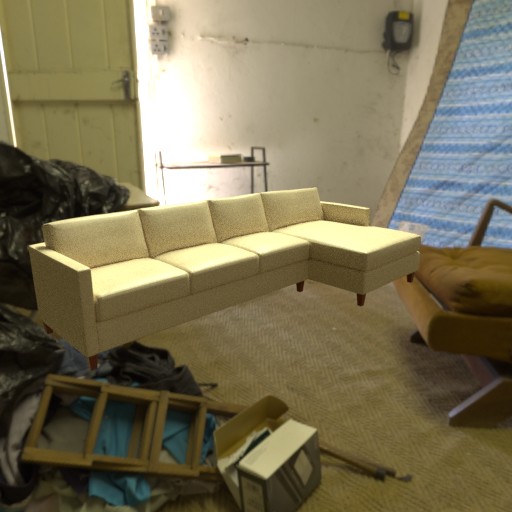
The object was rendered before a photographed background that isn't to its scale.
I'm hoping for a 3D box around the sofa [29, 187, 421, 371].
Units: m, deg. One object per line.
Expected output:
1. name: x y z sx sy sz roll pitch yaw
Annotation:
1. sofa: 0.000 0.000 4.141 3.471 0.954 1.603 -15 21 -42
